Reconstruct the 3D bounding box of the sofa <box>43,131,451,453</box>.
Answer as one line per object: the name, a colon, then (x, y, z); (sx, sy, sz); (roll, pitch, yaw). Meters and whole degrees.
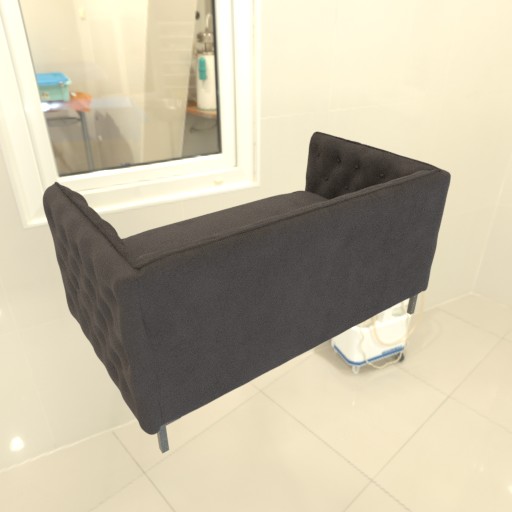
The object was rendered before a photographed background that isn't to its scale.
sofa: (0.000, 0.000, 2.080); (1.583, 0.810, 0.909); (-19, 34, -31)
